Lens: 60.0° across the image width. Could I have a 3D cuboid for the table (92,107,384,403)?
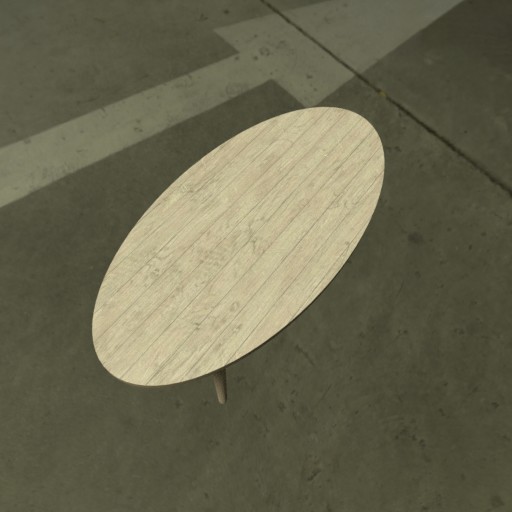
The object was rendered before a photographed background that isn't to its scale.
[{"bbox_3d":[0.000,0.000,1.385,0.542,0.390,1.083,32,63,19],"label":"table"}]
